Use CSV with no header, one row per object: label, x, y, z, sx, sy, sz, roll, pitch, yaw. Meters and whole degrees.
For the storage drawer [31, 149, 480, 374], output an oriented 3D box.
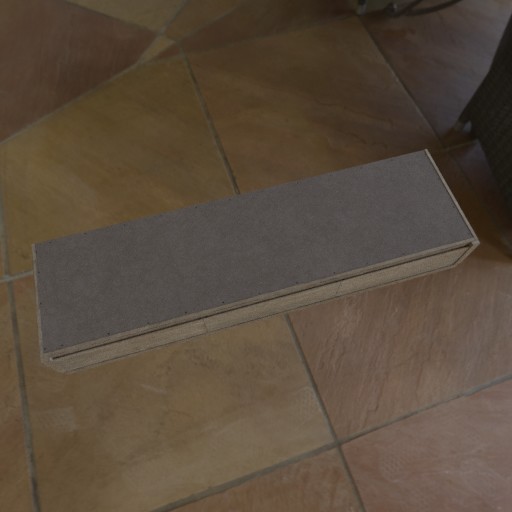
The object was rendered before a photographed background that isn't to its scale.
storage drawer,0.000,0.000,2.249,2.072,0.274,0.591,-15,65,-7
